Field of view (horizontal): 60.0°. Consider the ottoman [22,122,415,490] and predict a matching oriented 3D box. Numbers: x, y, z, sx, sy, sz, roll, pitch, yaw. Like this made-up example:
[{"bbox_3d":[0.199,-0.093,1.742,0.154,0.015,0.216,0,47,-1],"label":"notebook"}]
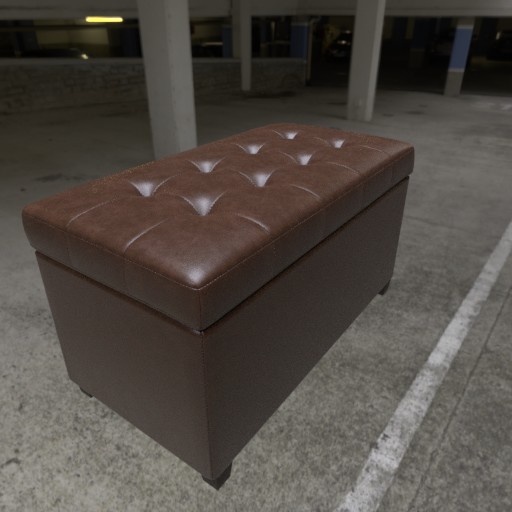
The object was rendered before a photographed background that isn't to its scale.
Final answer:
[{"bbox_3d":[0.000,0.000,1.057,0.432,0.470,0.838,19,34,31],"label":"ottoman"}]
